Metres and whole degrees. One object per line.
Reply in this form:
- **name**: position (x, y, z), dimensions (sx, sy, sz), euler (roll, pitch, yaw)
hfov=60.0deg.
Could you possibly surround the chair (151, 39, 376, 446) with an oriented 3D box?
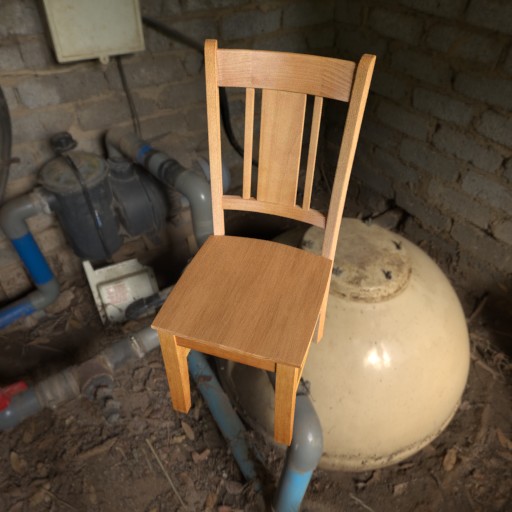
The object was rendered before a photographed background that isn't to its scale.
- **chair**: position (0.000, 0.000, 1.277), dimensions (0.450, 0.998, 0.556), euler (12, 42, 14)
